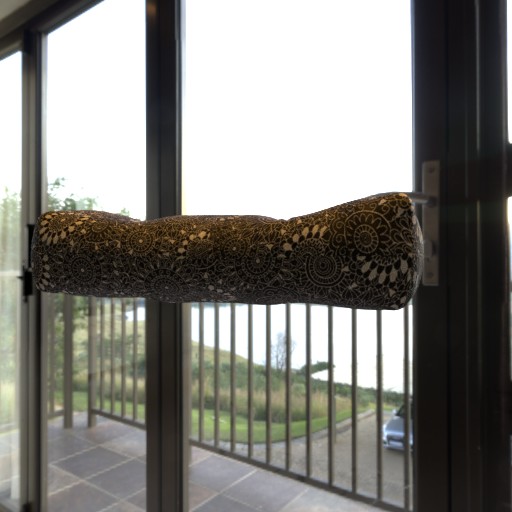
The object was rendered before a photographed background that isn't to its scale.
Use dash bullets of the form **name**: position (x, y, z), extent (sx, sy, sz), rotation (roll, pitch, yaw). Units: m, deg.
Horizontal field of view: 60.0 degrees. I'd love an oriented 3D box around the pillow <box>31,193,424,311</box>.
- **pillow**: position (0.000, 0.000, 0.713), extent (0.490, 0.128, 0.468), rotation (0, 0, 18)
